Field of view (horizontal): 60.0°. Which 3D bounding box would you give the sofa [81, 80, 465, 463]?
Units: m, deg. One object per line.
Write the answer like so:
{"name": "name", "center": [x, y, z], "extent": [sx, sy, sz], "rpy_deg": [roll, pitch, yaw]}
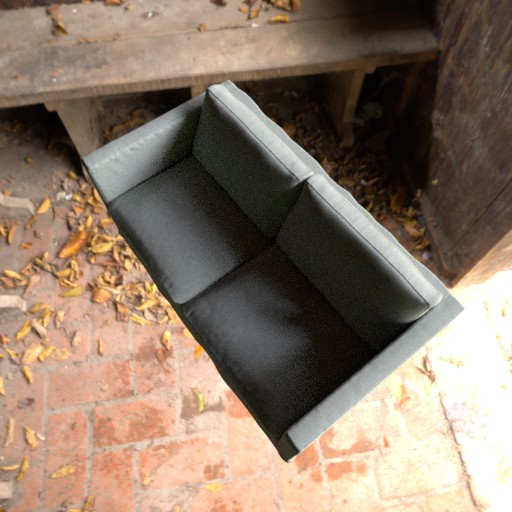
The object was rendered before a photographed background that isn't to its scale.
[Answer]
{"name": "sofa", "center": [0.000, 0.000, 2.277], "extent": [0.944, 0.830, 1.727], "rpy_deg": [-34, 68, -16]}
